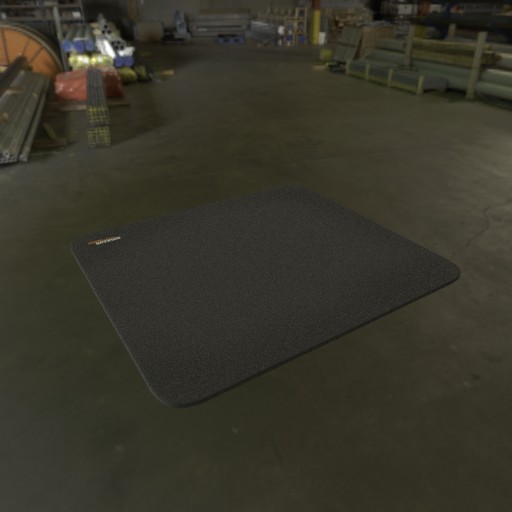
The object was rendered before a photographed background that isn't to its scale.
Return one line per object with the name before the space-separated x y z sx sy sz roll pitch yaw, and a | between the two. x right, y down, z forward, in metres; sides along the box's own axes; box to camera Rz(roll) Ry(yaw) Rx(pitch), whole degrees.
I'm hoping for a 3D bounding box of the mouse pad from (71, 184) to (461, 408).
mouse pad | 0.000 0.000 0.331 0.229 0.003 0.203 -18 35 -28
